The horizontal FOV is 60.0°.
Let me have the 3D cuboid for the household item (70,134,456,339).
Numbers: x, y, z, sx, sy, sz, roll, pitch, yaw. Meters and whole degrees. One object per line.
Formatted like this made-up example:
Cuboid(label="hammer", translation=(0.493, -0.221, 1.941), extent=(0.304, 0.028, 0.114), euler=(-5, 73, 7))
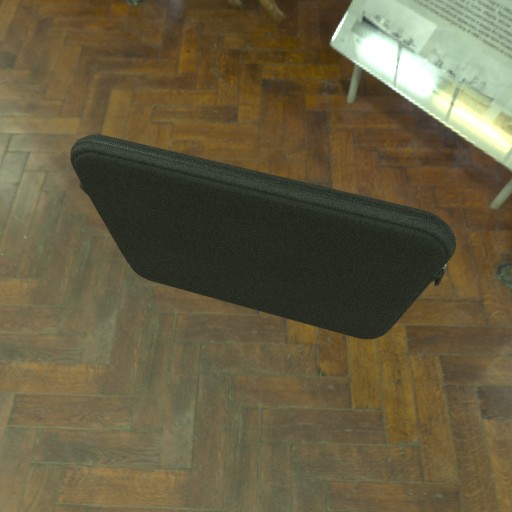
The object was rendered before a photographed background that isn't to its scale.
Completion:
Cuboid(label="household item", translation=(0.000, 0.000, 0.530), extent=(0.396, 0.305, 0.030), euler=(15, 63, 7))
